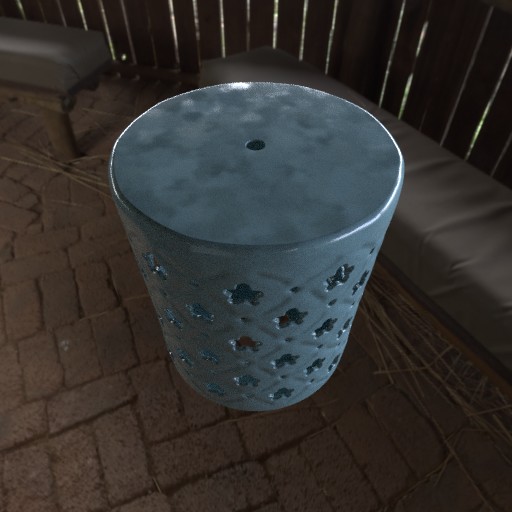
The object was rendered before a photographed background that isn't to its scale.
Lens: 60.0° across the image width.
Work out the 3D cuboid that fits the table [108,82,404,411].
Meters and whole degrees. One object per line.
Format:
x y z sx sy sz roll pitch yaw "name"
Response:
0.000 0.000 0.668 0.352 0.387 0.352 0 47 0 "table"
